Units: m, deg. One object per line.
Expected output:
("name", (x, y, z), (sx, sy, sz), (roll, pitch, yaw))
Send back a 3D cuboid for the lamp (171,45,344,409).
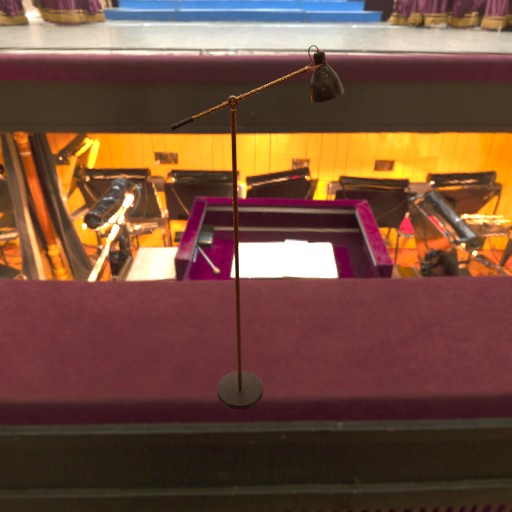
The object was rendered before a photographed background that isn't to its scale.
("lamp", (0.000, 0.000, 1.889), (0.618, 1.628, 0.235), (0, 31, 0))
